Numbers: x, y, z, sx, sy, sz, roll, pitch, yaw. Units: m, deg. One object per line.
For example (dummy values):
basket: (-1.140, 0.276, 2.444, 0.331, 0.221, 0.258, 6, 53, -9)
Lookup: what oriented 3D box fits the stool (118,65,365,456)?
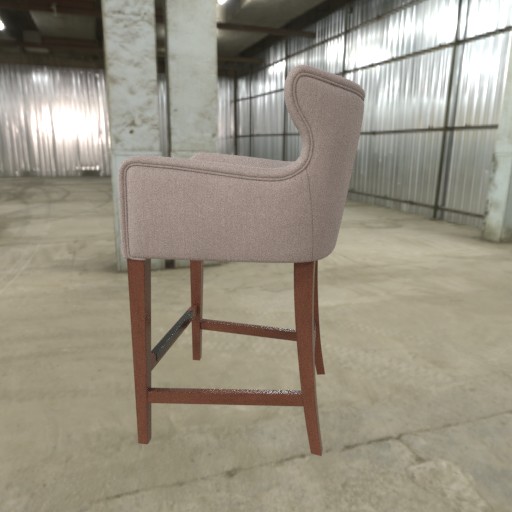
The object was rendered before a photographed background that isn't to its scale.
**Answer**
stool: (0.000, 0.000, 1.302, 0.575, 0.951, 0.575, 2, 14, 9)
